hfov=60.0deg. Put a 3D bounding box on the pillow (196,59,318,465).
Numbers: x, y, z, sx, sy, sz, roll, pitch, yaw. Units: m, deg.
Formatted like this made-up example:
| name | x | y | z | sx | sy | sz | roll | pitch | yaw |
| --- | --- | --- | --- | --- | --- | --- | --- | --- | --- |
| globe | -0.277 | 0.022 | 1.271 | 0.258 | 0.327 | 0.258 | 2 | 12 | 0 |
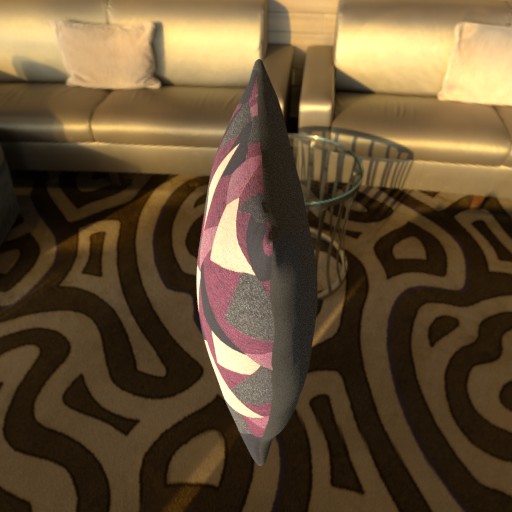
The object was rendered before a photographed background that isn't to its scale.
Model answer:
| name | x | y | z | sx | sy | sz | roll | pitch | yaw |
| --- | --- | --- | --- | --- | --- | --- | --- | --- | --- |
| pillow | 0.000 | 0.000 | 0.758 | 0.208 | 0.496 | 0.503 | -1 | 42 | -1 |
